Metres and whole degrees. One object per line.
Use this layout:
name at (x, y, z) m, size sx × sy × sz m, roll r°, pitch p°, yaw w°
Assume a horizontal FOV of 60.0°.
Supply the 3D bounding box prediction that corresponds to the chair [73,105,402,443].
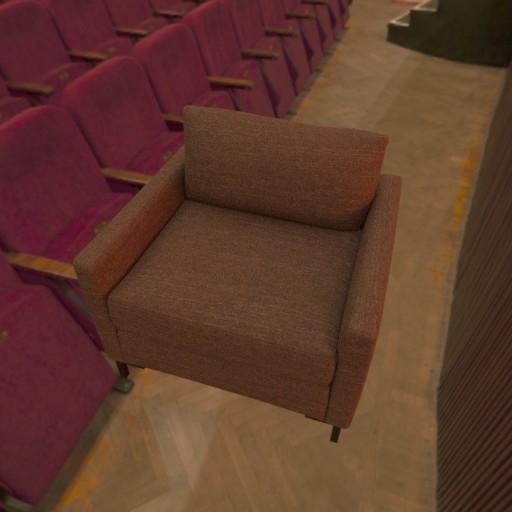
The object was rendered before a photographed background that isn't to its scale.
chair at (0.000, 0.000, 1.633) m, size 0.940 × 0.841 × 0.845 m, roll 12°, pitch 43°, yaw 14°
